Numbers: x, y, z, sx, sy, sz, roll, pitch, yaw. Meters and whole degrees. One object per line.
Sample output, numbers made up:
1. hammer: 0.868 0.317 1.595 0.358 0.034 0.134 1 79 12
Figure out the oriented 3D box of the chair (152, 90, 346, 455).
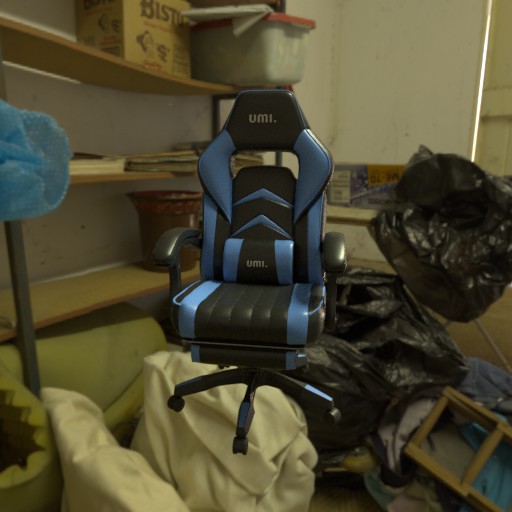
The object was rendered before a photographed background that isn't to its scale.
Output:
1. chair: 0.000 0.000 1.725 0.700 1.280 0.700 2 14 9
